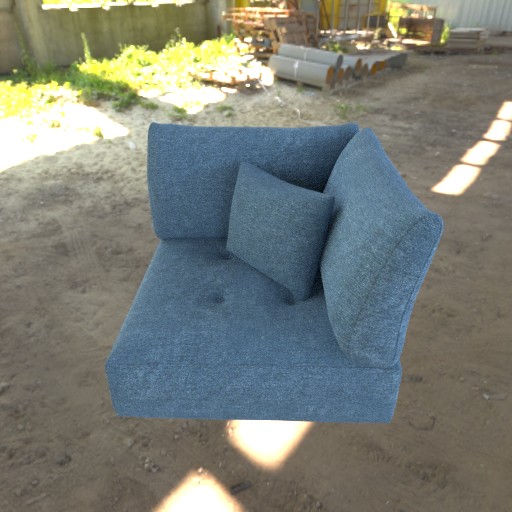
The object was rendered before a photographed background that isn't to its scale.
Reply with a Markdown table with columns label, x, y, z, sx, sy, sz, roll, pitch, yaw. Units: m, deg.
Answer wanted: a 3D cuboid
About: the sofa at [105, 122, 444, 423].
| label | x | y | z | sx | sy | sz | roll | pitch | yaw |
| --- | --- | --- | --- | --- | --- | --- | --- | --- | --- |
| sofa | 0.000 | 0.000 | 1.751 | 1.000 | 0.820 | 1.000 | 1 | 30 | 1 |
